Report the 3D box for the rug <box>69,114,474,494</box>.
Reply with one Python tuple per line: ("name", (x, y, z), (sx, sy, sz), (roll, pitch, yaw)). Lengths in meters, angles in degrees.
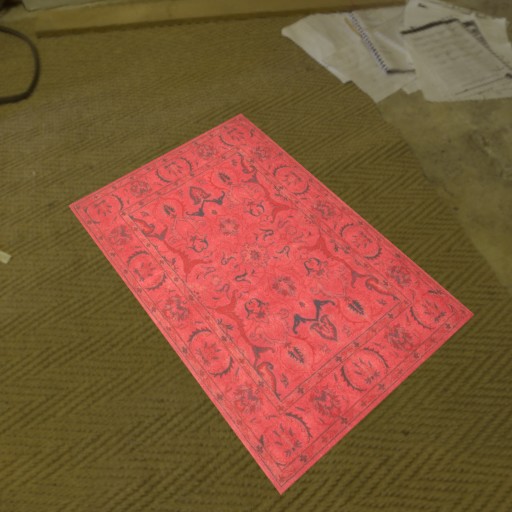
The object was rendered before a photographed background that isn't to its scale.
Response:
("rug", (0.000, 0.000, 2.282), (1.209, 0.008, 1.814), (-34, 64, -19))
